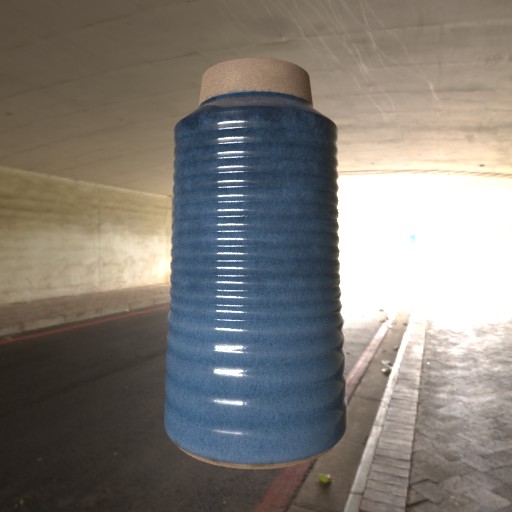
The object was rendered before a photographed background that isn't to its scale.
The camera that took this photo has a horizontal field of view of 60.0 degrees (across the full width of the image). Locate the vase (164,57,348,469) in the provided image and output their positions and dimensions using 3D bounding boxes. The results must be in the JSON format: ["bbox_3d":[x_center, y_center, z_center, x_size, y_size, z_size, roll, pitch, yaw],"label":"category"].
[{"bbox_3d":[0.000,0.000,0.400,0.163,0.316,0.163,0,1,0],"label":"vase"}]
